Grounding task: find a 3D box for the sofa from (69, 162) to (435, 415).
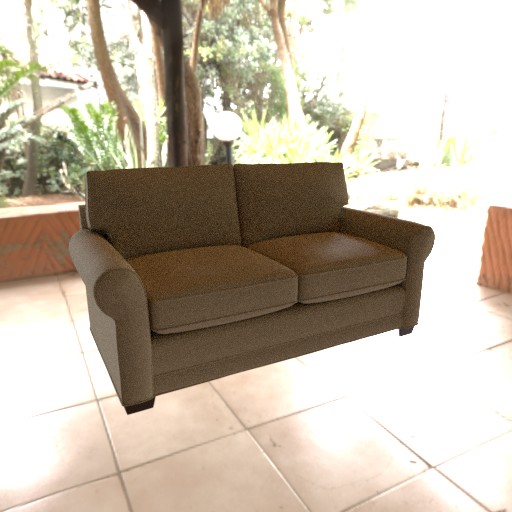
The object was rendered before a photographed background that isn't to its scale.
[{"bbox_3d":[0.000,0.000,2.354,1.774,0.933,0.861,-8,17,-28],"label":"sofa"}]
